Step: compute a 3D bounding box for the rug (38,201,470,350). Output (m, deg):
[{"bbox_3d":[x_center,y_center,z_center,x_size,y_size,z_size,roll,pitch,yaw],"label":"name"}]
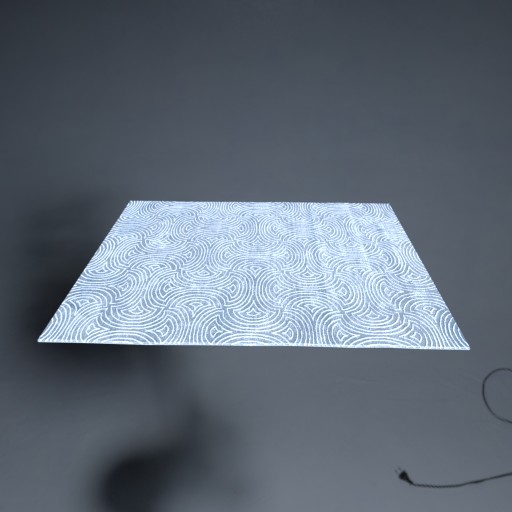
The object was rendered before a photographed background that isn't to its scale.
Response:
[{"bbox_3d":[0.000,0.000,4.159,3.042,0.021,2.456,1,31,1],"label":"rug"}]
